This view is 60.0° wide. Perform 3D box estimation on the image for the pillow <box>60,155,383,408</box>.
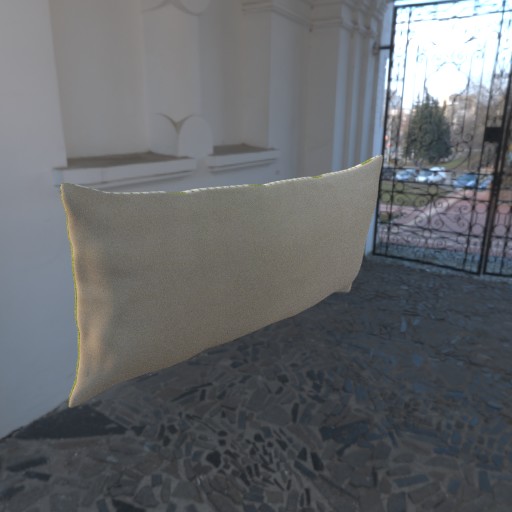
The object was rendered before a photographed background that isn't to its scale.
[{"bbox_3d":[0.000,0.000,0.705,0.608,0.292,0.156,-15,22,-42],"label":"pillow"}]
